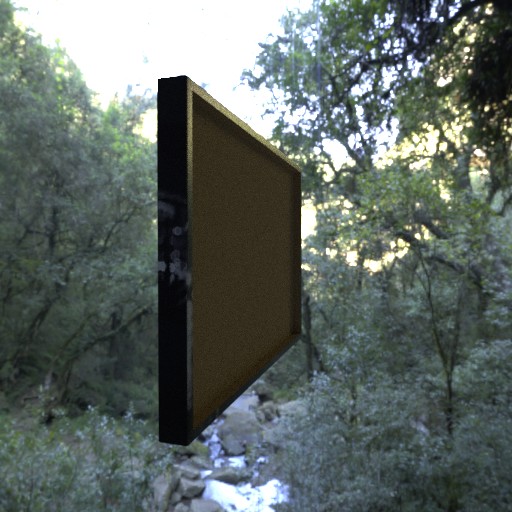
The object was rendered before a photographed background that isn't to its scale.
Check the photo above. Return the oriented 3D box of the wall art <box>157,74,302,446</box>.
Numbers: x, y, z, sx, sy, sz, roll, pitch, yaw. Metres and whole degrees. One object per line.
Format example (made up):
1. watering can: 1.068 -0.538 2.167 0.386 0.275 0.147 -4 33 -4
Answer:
1. wall art: 0.000 0.000 0.777 0.037 0.406 0.609 0 1 18
